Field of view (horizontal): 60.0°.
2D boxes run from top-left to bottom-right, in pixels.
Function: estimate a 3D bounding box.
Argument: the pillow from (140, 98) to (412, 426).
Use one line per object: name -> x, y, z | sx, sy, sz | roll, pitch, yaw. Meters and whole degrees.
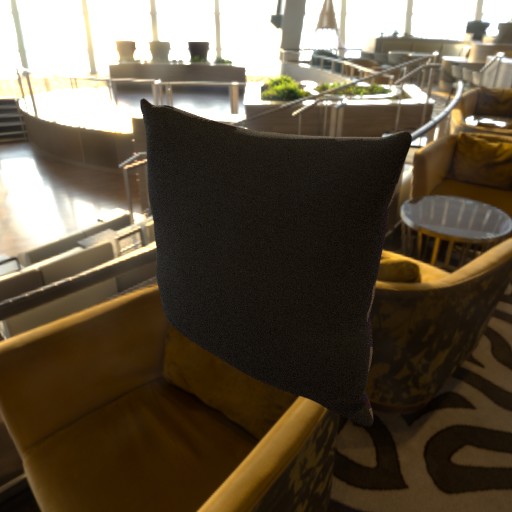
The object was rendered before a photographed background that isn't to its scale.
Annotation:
pillow -> 0.000, 0.000, 0.774 | 0.503, 0.496, 0.208 | 20, 34, 32
